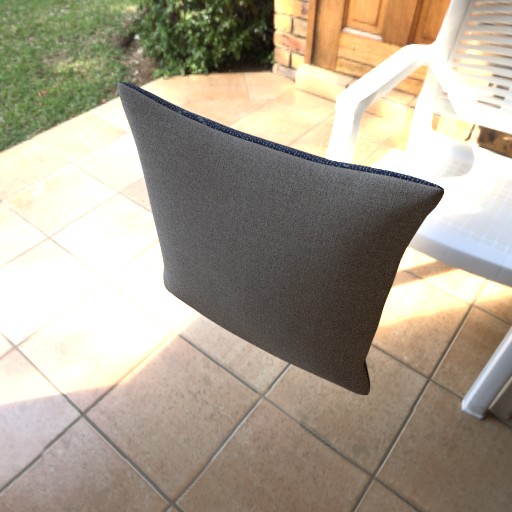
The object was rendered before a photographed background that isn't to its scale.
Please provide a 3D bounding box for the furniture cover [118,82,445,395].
[{"bbox_3d":[0.000,0.000,0.770,0.511,0.503,0.162,25,51,22],"label":"furniture cover"}]
